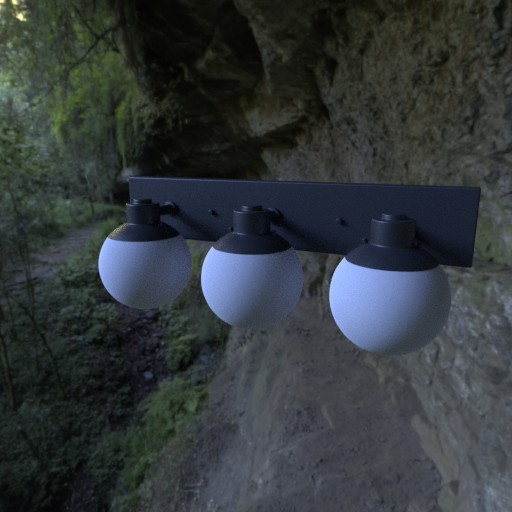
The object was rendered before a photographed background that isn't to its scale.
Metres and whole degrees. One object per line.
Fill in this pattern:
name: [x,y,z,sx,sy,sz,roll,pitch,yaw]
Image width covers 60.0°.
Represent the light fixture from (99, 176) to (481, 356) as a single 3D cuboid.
light fixture: [0.000,0.000,0.820,0.721,0.263,0.218,6,15,25]
